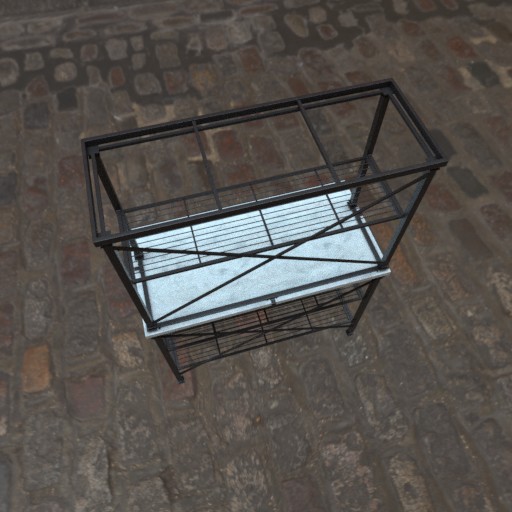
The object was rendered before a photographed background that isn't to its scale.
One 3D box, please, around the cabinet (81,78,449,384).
[{"bbox_3d":[0.000,0.000,2.272,1.210,1.659,0.610,-14,60,-8],"label":"cabinet"}]
